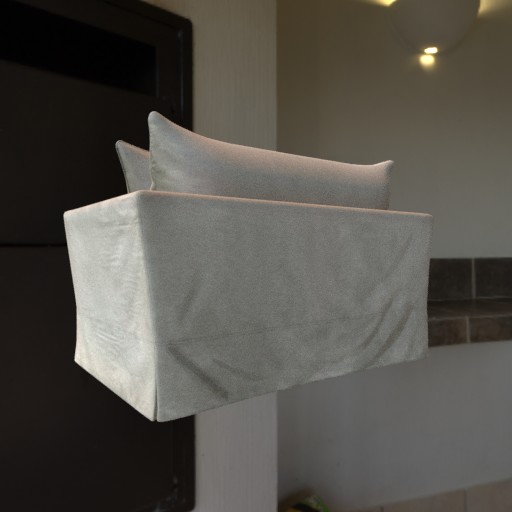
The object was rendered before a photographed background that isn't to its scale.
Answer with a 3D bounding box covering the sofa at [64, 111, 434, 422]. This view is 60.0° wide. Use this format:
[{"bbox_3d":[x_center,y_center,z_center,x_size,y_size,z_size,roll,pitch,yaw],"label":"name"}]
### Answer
[{"bbox_3d":[0.000,0.000,2.229,1.608,1.040,1.035,0,1,-36],"label":"sofa"}]
